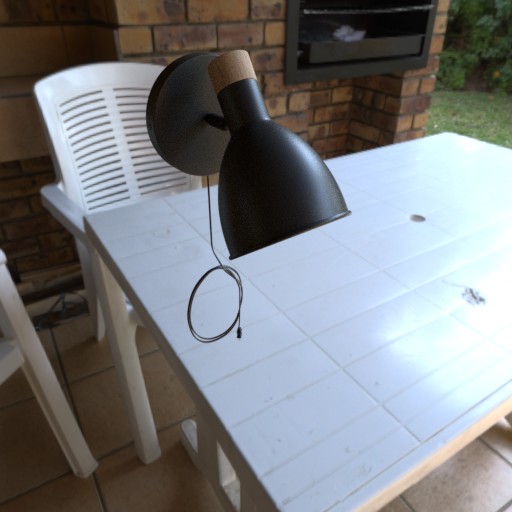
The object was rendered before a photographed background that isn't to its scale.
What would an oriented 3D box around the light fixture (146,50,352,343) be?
[{"bbox_3d":[0.000,0.000,0.479,0.127,0.401,0.203,-21,37,-31],"label":"light fixture"}]
